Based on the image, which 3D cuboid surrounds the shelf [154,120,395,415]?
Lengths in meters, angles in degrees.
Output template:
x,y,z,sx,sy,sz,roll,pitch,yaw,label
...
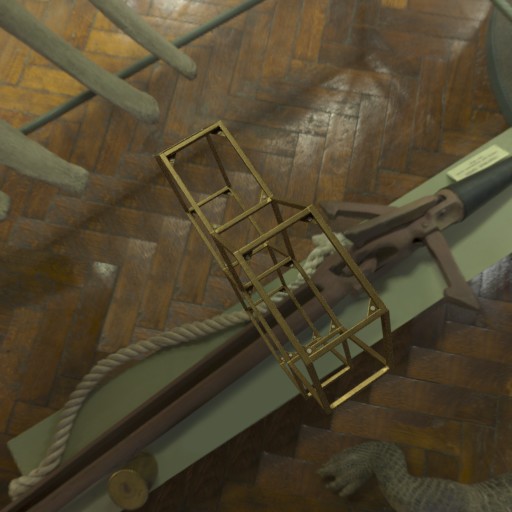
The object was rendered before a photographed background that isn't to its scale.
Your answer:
x,y,z,sx,sy,sz,roll,pitch,yaw,label
0.000,0.000,1.047,0.150,0.701,0.708,-32,78,-8,shelf
